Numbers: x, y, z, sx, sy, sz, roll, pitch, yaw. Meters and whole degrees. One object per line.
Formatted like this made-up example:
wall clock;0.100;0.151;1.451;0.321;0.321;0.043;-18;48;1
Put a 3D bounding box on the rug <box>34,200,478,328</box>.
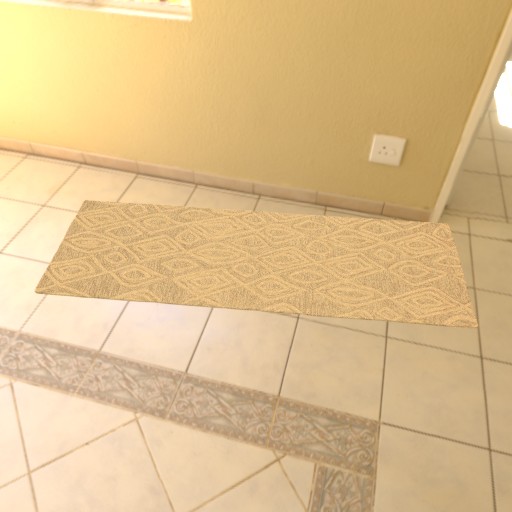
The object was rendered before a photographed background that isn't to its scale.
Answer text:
rug;0.000;0.000;2.673;2.436;0.013;0.807;4;48;4
